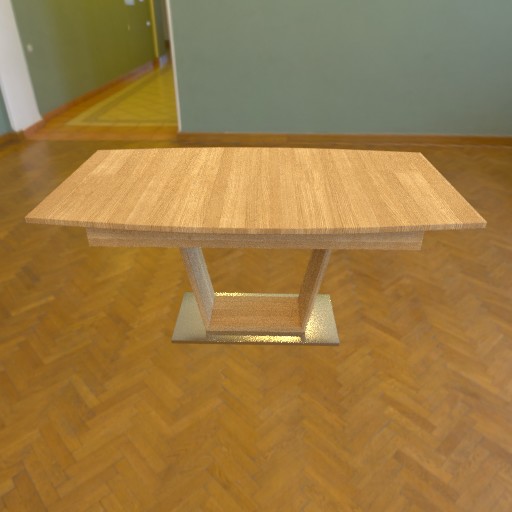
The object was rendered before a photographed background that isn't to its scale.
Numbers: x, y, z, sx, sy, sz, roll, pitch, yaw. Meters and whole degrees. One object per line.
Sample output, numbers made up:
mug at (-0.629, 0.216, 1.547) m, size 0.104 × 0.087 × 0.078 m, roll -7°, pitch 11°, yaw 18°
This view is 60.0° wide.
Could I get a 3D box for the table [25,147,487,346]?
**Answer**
table at (0.000, 0.000, 2.053) m, size 1.598 × 0.748 × 0.900 m, roll 1°, pitch 31°, yaw 1°
